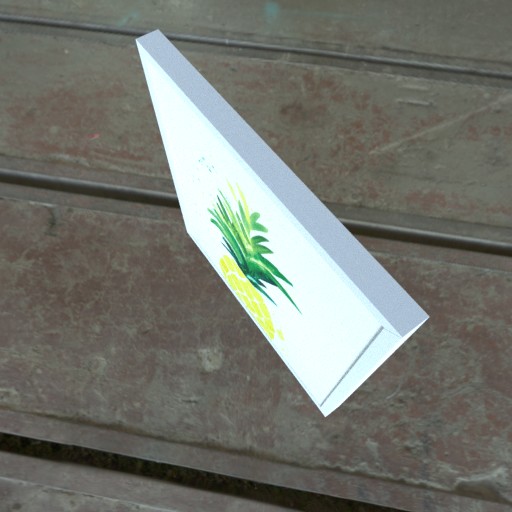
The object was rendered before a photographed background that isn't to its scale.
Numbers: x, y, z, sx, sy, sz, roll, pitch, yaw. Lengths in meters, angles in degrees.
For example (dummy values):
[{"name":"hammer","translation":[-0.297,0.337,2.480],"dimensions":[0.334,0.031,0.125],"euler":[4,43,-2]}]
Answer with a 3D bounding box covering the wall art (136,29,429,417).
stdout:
[{"name":"wall art","translation":[0.000,0.000,0.729],"dimensions":[0.035,0.507,0.508],"euler":[-32,67,-16]}]
